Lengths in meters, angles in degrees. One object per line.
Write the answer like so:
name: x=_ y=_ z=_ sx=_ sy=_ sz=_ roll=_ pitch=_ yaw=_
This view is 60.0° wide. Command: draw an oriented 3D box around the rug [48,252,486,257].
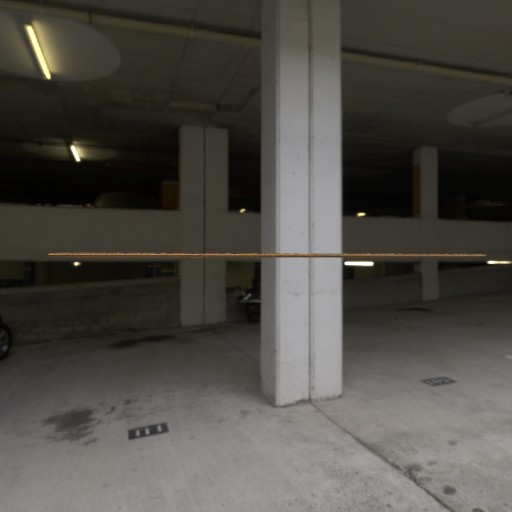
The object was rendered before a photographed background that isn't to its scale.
rug: x=0.000 y=0.000 z=2.222 sx=1.758 sy=0.013 sz=1.148 roll=0 pitch=0 yaw=-18
